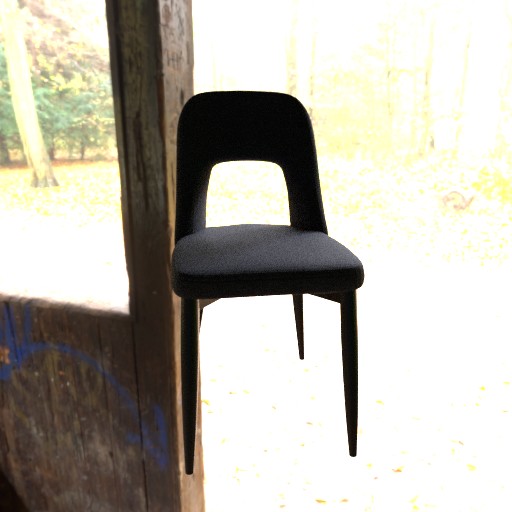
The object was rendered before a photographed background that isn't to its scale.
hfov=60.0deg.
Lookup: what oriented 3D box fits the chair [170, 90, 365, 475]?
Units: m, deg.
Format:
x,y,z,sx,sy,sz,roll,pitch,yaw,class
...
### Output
x,y,z,sx,sy,sz,roll,pitch,yaw,class
0.000,0.000,1.265,0.470,0.931,0.612,-2,16,-8,chair
